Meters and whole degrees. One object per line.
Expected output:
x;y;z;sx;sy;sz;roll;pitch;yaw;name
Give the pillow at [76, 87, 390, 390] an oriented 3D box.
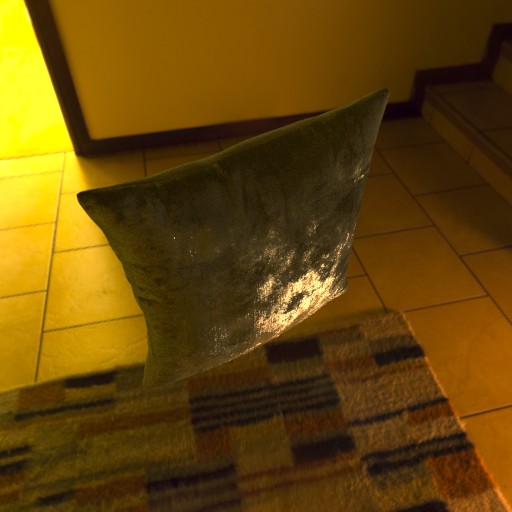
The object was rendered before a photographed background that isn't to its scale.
0.000;0.000;0.728;0.470;0.464;0.175;-25;51;-22;pillow
